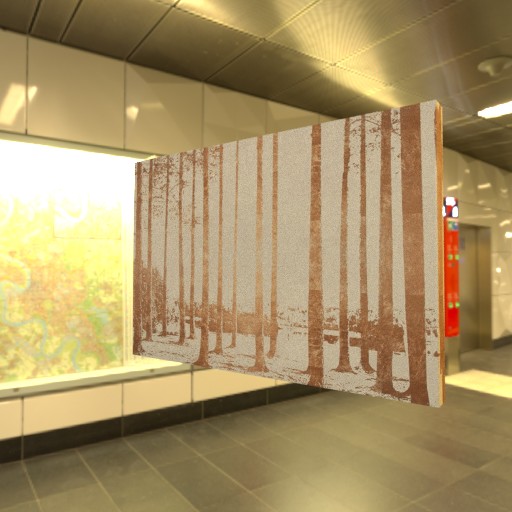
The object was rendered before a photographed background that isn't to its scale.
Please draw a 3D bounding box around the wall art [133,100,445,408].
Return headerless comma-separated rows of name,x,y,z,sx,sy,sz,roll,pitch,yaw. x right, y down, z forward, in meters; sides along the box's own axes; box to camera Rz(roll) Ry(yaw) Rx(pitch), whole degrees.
wall art,0.000,0.000,0.772,0.609,0.405,0.035,-1,-2,35
